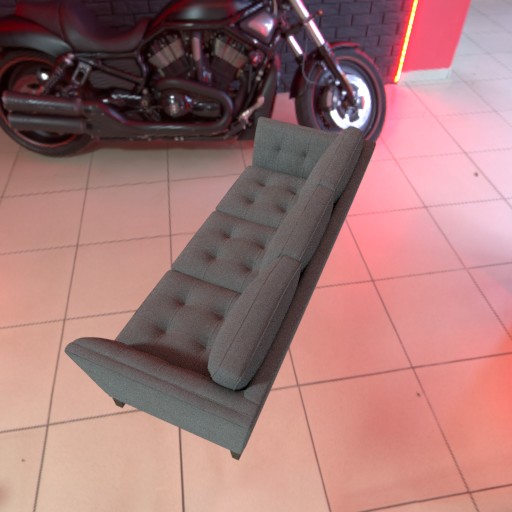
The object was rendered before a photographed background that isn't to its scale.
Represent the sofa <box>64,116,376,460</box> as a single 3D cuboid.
[{"bbox_3d":[0.000,0.000,2.932,0.965,0.940,2.387,17,48,16],"label":"sofa"}]
